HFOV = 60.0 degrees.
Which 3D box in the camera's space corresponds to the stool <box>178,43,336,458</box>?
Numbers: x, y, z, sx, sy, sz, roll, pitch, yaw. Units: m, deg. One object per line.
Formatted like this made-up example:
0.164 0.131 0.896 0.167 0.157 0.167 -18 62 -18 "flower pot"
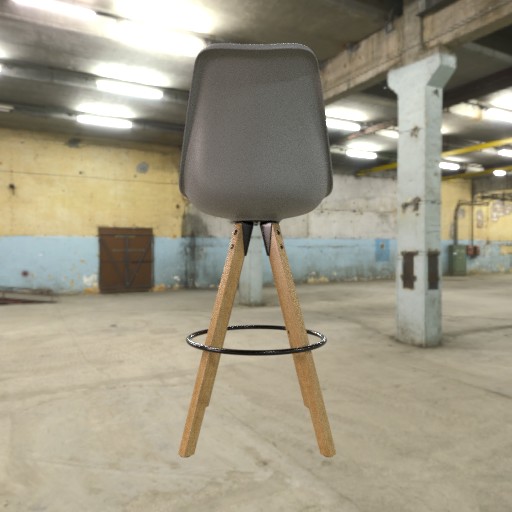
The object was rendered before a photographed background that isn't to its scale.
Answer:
0.000 0.000 1.416 0.485 1.115 0.550 0 0 0 "stool"
